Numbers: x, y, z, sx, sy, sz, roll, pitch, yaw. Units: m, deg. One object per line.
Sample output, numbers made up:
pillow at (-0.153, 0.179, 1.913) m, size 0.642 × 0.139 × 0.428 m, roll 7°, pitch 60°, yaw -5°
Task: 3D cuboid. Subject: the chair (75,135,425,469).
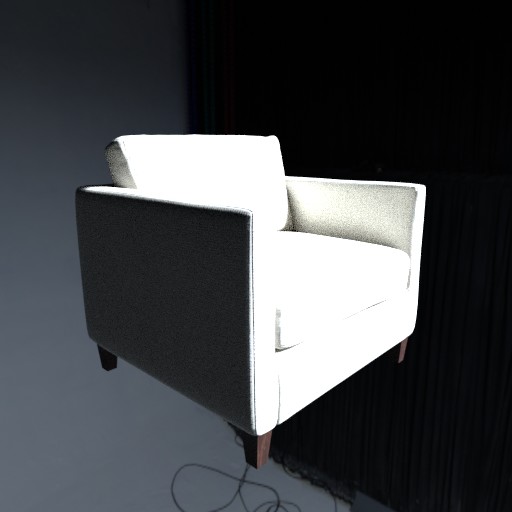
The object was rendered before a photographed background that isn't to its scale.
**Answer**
chair at (0.000, 0.000, 1.711) m, size 0.959 × 0.919 × 0.996 m, roll 12°, pitch 18°, yaw 42°
